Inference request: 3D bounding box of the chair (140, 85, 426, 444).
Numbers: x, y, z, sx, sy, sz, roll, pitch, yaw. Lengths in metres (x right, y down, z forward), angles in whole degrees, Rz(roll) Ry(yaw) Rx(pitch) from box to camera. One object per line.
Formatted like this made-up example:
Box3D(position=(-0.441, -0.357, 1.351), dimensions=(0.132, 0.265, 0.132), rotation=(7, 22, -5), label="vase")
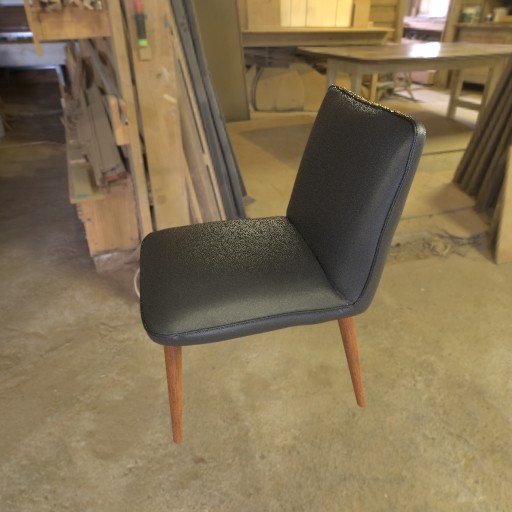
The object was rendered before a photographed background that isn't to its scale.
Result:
Box3D(position=(0.000, 0.000, 1.208), dimensions=(0.645, 0.801, 0.543), rotation=(-9, 31, -15), label="chair")
